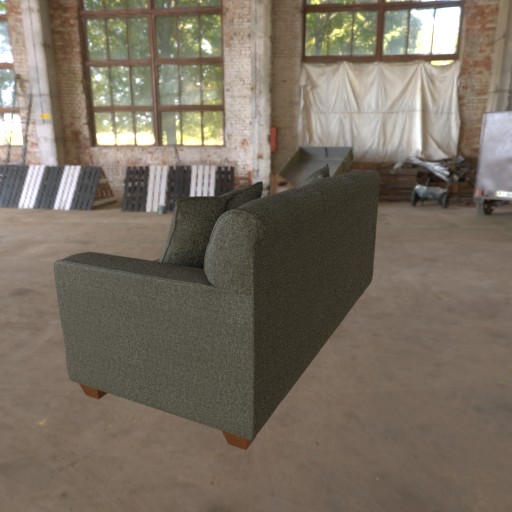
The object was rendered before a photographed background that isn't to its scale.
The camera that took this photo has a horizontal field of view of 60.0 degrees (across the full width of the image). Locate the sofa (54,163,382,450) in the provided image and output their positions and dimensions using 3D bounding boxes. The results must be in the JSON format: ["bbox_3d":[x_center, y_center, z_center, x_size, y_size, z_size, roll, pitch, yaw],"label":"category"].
[{"bbox_3d":[0.000,0.000,2.561,0.997,0.958,2.024,7,17,25],"label":"sofa"}]
